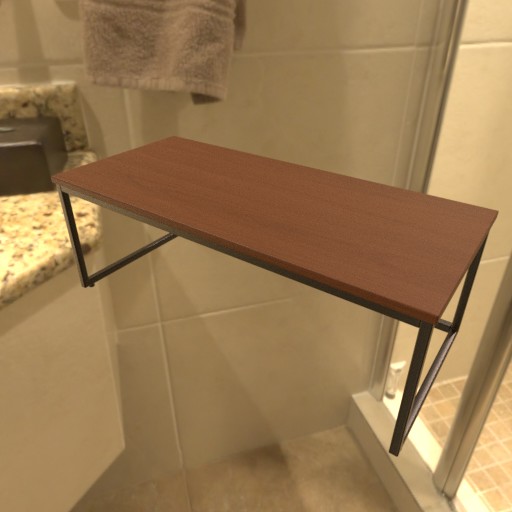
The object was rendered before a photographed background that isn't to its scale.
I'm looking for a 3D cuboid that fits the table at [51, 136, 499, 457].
[{"bbox_3d":[0.000,0.000,1.284,1.100,0.400,0.500,20,37,30],"label":"table"}]
